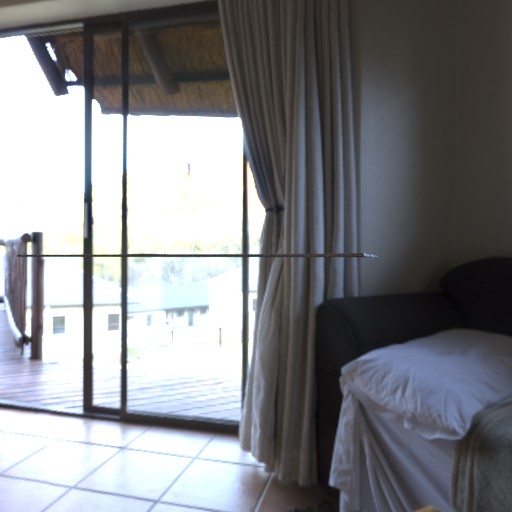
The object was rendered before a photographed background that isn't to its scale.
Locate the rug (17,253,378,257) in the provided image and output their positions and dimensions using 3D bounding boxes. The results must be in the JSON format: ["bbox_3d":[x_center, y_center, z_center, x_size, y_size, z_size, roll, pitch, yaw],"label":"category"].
[{"bbox_3d":[0.000,0.000,2.938,1.521,0.015,2.436,0,0,16],"label":"rug"}]
